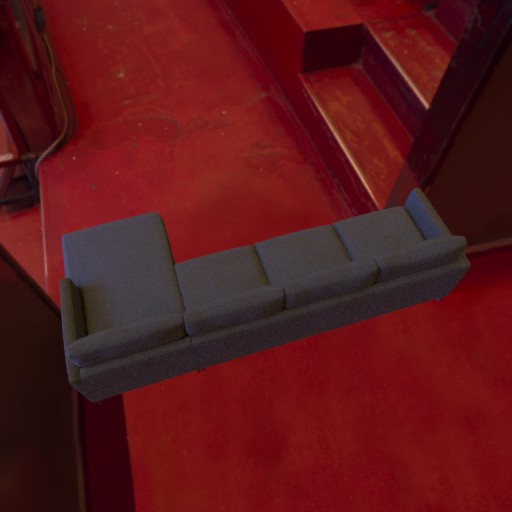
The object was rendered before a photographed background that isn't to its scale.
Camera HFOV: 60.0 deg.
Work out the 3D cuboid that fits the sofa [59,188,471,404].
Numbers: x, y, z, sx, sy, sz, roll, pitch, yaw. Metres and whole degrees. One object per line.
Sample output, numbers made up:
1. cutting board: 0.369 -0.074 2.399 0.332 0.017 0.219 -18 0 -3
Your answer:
1. sofa: 0.000 0.000 3.255 2.725 0.756 1.255 -15 59 -9
